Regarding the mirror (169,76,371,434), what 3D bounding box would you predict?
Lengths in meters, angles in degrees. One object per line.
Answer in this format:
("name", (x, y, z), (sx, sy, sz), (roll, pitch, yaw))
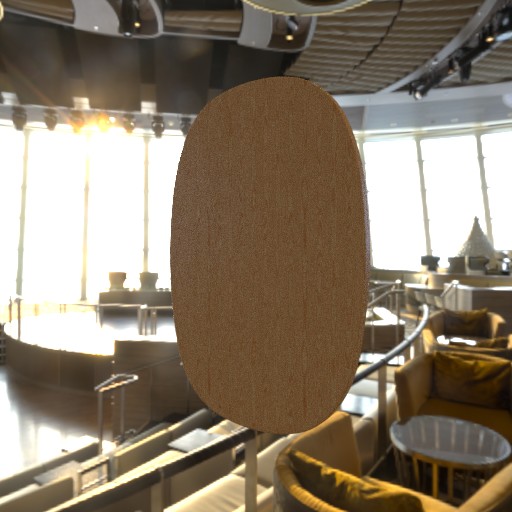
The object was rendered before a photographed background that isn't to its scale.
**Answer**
("mirror", (0.000, 0.000, 1.381), (0.724, 1.075, 0.037), (0, 1, 35))
